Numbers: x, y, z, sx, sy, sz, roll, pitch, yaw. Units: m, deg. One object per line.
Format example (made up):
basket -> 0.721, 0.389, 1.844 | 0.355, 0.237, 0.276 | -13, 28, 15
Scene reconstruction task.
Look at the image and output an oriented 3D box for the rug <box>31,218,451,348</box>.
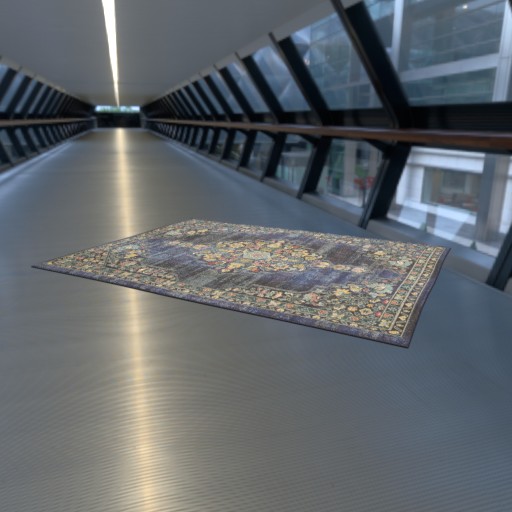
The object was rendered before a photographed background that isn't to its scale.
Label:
rug -> 0.000, 0.000, 4.725 | 3.612, 0.035, 2.716 | 8, 18, 27
